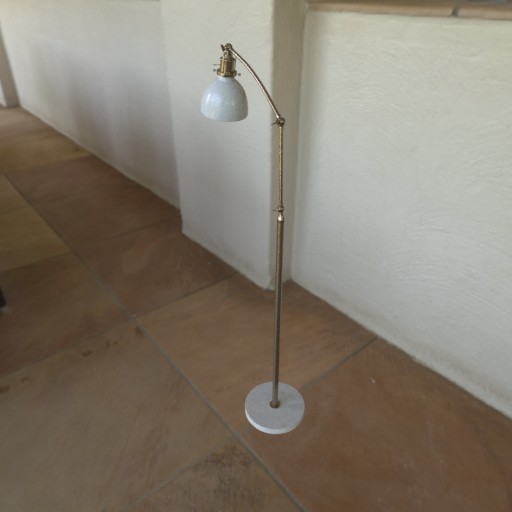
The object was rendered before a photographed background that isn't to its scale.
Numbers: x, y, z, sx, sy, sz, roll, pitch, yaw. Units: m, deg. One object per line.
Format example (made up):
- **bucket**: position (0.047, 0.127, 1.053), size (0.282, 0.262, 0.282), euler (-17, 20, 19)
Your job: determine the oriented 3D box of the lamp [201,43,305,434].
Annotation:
- **lamp**: position (0.000, 0.000, 1.854), size (0.288, 1.586, 0.599), euler (-21, 37, -30)
